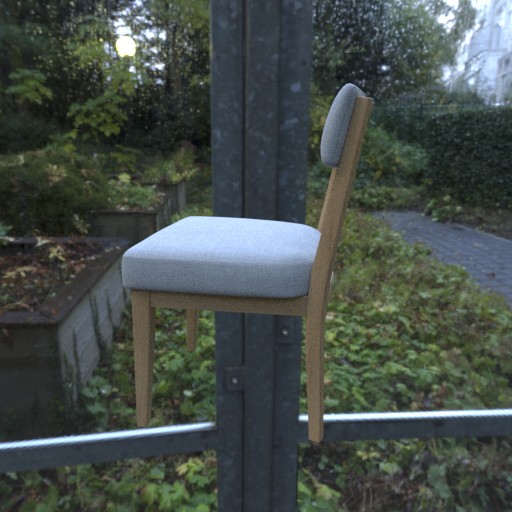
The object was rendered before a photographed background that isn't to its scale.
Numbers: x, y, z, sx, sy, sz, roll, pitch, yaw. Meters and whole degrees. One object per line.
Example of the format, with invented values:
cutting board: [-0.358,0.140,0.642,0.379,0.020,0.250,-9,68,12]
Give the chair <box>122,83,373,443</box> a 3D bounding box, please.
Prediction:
chair: [0.000,0.000,1.220,0.572,0.832,0.508,2,15,9]
